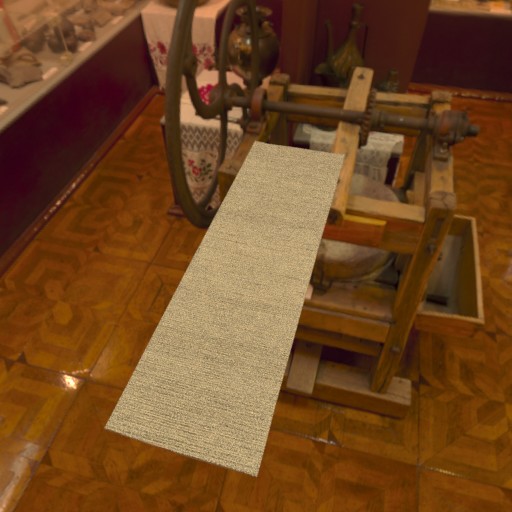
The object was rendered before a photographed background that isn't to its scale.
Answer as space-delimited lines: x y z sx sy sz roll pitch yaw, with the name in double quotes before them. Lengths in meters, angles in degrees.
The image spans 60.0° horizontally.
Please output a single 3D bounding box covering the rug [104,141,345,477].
"rug" 0.000 0.000 2.596 0.692 0.032 2.320 12 49 11
